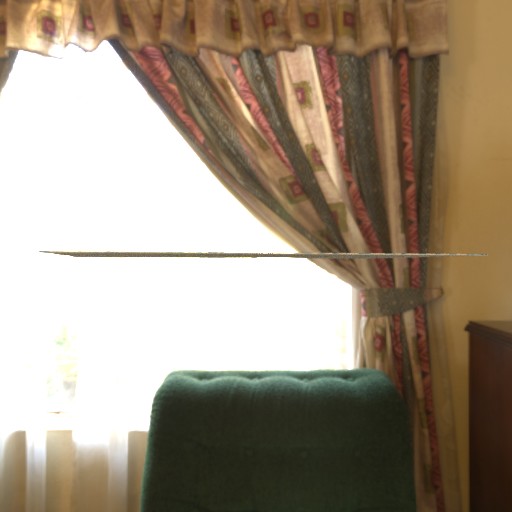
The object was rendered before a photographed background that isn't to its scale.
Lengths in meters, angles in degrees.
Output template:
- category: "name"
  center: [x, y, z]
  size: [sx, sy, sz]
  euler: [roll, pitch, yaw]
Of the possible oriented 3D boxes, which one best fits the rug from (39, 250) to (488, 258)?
- category: "rug"
  center: [0.000, 0.000, 3.033]
  size: [2.447, 0.011, 1.520]
  euler: [0, -1, -16]
